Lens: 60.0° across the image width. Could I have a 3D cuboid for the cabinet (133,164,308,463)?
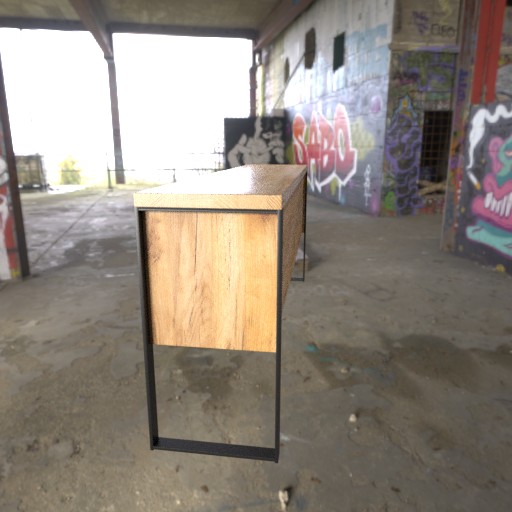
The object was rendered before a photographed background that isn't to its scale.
[{"bbox_3d":[0.000,0.000,2.065,0.395,0.762,1.800,2,14,8],"label":"cabinet"}]
